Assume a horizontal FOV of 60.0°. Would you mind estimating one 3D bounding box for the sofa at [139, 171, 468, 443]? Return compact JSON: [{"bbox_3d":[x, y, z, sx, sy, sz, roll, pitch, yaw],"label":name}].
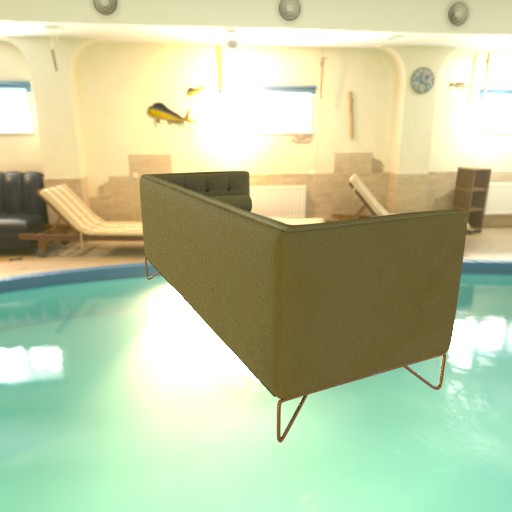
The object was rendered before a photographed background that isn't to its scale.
[{"bbox_3d":[0.000,0.000,2.534,0.867,0.789,2.087,-8,18,-25],"label":"sofa"}]
